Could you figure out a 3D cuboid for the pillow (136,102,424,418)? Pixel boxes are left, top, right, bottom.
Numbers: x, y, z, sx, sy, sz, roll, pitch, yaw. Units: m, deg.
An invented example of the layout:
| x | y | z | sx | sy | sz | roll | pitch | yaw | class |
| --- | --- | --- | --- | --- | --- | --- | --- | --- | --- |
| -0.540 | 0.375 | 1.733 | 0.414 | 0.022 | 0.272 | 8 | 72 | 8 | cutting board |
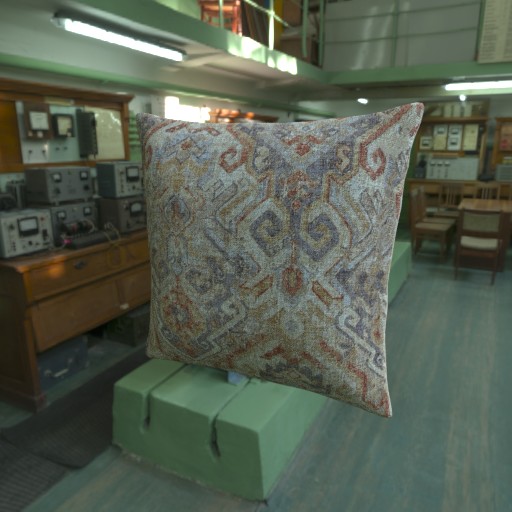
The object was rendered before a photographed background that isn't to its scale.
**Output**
| x | y | z | sx | sy | sz | roll | pitch | yaw | class |
| --- | --- | --- | --- | --- | --- | --- | --- | --- | --- |
| 0.000 | 0.000 | 0.796 | 0.523 | 0.506 | 0.166 | 7 | 16 | 25 | pillow |
